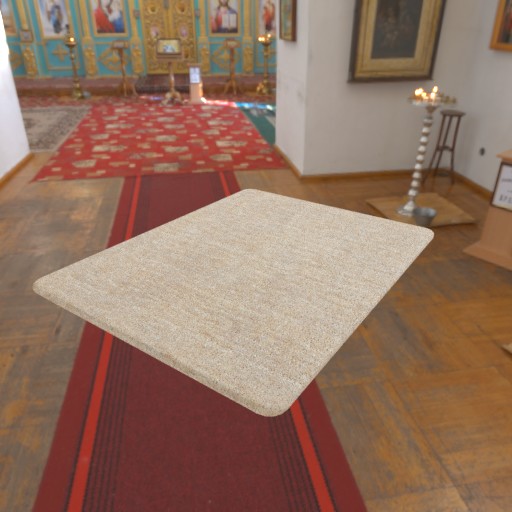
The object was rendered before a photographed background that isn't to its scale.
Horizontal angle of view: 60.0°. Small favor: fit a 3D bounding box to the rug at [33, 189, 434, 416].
[{"bbox_3d":[0.000,0.000,3.396,2.009,0.048,2.528,18,32,31],"label":"rug"}]
